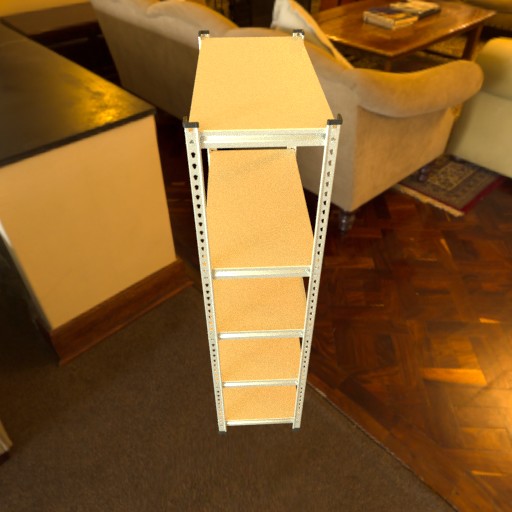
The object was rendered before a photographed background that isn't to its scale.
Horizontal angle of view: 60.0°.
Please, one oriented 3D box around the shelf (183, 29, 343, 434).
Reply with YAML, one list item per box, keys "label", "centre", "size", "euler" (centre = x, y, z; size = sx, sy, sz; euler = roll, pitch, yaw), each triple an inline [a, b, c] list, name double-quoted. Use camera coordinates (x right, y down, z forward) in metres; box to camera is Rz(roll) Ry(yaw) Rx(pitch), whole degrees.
- label: "shelf"
  centre: [0.000, 0.000, 2.200]
  size: [0.457, 1.829, 0.914]
  euler: [-2, 42, -2]
